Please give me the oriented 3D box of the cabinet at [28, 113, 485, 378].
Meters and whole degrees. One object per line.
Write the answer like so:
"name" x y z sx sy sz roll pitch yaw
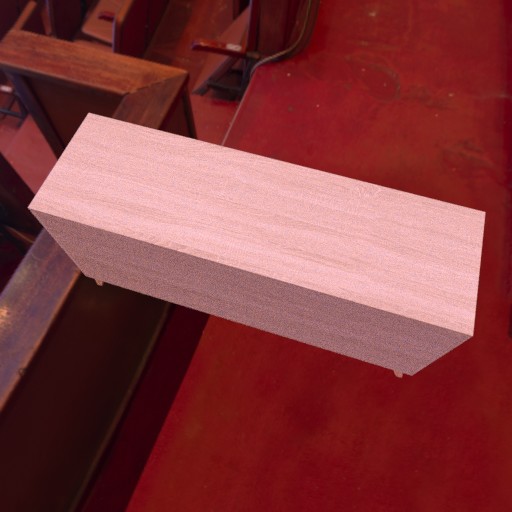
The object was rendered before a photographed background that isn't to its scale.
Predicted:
"cabinet" 0.000 0.000 2.018 1.649 0.780 0.500 16 65 8
